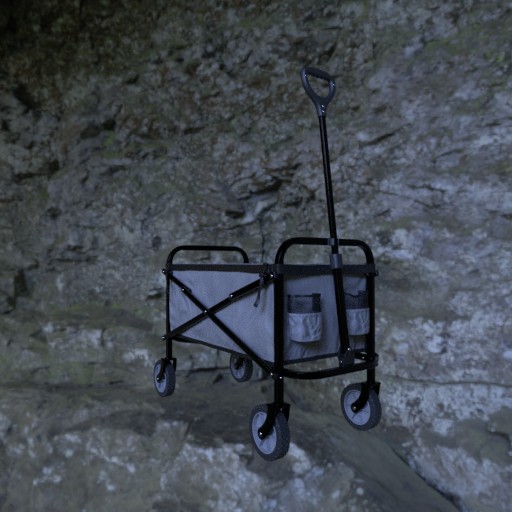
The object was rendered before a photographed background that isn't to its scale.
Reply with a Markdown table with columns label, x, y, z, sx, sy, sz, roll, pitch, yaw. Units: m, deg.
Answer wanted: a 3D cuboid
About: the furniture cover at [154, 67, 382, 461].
| label | x | y | z | sx | sy | sz | roll | pitch | yaw |
| --- | --- | --- | --- | --- | --- | --- | --- | --- | --- |
| furniture cover | 0.000 | 0.000 | 1.840 | 0.532 | 1.295 | 1.038 | 1 | -1 | -35 |
